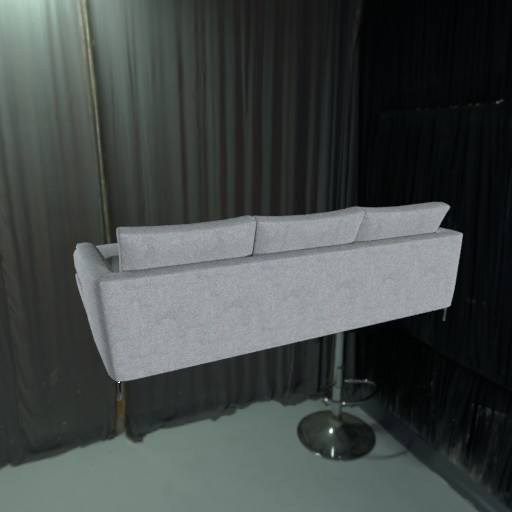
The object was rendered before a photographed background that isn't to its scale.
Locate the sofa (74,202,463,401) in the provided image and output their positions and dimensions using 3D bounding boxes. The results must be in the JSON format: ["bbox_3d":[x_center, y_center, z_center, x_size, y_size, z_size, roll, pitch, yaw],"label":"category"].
[{"bbox_3d":[0.000,0.000,3.246,2.438,0.864,1.626,-7,17,-25],"label":"sofa"}]
